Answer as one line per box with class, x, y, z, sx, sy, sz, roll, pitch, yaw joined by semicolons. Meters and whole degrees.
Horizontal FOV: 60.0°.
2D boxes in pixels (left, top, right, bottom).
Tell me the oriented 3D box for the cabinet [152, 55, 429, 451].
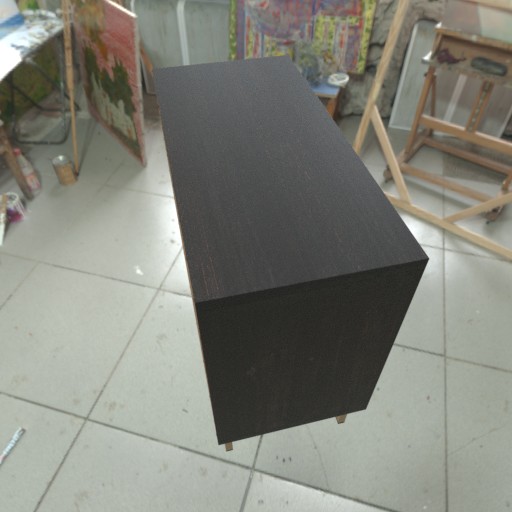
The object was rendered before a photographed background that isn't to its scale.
cabinet;0.000;0.000;1.437;0.451;0.860;0.950;-10;48;-9
